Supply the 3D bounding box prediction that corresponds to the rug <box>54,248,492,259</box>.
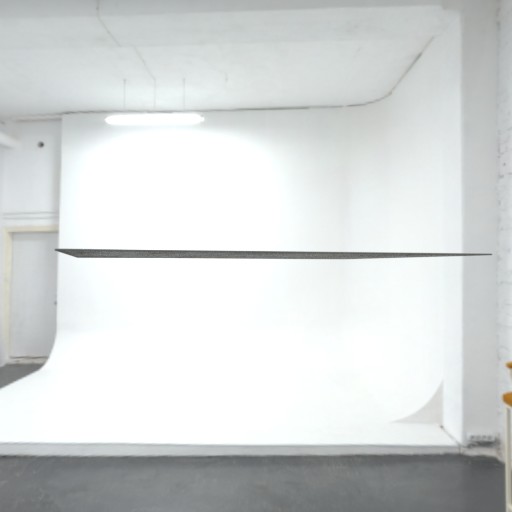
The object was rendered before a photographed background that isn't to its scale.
[{"bbox_3d":[0.000,0.000,4.245,3.307,0.013,2.393,0,-1,-19],"label":"rug"}]
